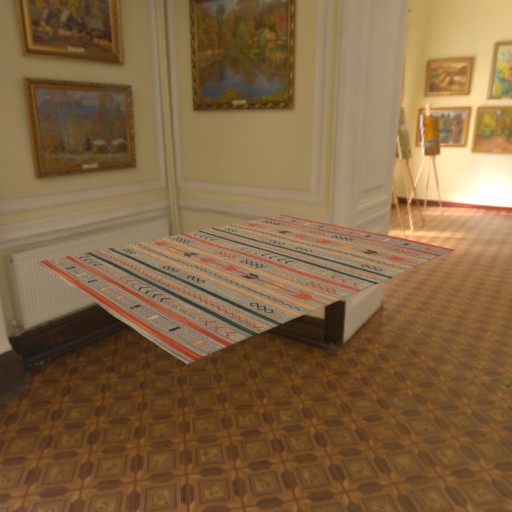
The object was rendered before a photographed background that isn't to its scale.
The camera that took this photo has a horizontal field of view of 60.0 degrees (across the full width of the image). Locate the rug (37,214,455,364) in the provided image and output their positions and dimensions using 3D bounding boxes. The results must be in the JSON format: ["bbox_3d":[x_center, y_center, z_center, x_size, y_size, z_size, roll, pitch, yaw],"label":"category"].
[{"bbox_3d":[0.000,0.000,3.965,3.029,0.022,2.263,-15,22,-41],"label":"rug"}]
